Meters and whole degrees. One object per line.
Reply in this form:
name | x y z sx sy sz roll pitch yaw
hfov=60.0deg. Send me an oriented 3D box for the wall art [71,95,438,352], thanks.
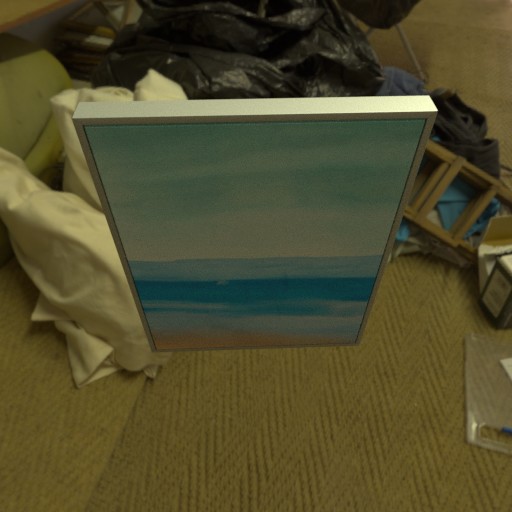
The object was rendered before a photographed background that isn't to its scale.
wall art | 0.000 0.000 0.755 0.445 0.553 0.039 -2 48 -1
